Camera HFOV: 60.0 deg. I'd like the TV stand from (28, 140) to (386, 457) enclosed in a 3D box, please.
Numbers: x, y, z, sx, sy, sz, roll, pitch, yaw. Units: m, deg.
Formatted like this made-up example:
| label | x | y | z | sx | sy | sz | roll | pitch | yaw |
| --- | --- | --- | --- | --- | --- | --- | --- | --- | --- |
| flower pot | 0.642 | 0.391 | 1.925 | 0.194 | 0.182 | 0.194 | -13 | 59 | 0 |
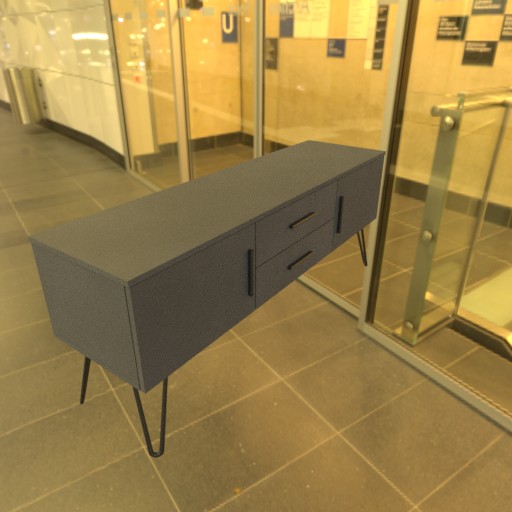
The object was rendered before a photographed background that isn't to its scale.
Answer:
| label | x | y | z | sx | sy | sz | roll | pitch | yaw |
| --- | --- | --- | --- | --- | --- | --- | --- | --- | --- |
| TV stand | 0.000 | 0.000 | 1.642 | 0.400 | 0.560 | 1.400 | 18 | 32 | 32 |
